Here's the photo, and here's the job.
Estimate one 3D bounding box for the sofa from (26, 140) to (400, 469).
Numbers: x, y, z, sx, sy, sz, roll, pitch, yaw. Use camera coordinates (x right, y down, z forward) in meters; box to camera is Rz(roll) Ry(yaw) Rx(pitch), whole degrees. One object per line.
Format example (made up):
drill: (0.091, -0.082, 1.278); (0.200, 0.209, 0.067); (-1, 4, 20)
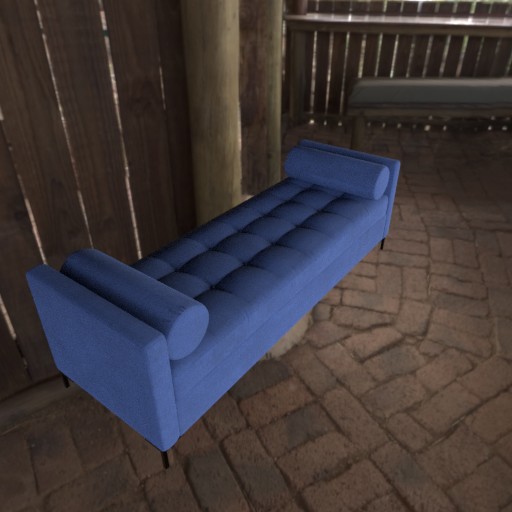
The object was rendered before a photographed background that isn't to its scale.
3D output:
sofa: (0.000, 0.000, 2.305); (0.686, 0.635, 1.981); (22, 38, 31)
